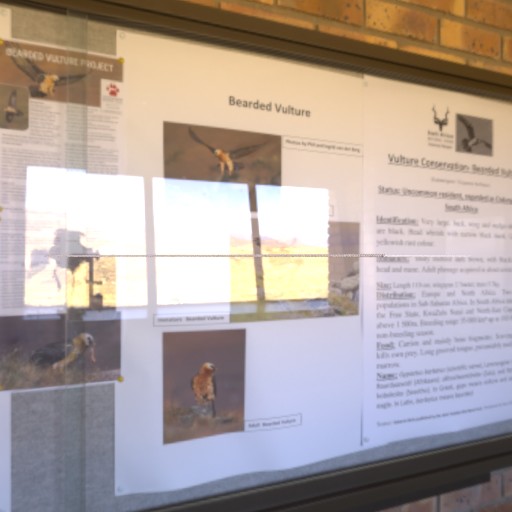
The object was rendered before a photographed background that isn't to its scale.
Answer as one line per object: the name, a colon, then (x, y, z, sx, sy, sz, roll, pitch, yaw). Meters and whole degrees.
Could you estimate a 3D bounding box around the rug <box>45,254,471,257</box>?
rug: (0.000, 0.000, 3.633, 2.878, 0.014, 2.005, 0, 0, 36)
